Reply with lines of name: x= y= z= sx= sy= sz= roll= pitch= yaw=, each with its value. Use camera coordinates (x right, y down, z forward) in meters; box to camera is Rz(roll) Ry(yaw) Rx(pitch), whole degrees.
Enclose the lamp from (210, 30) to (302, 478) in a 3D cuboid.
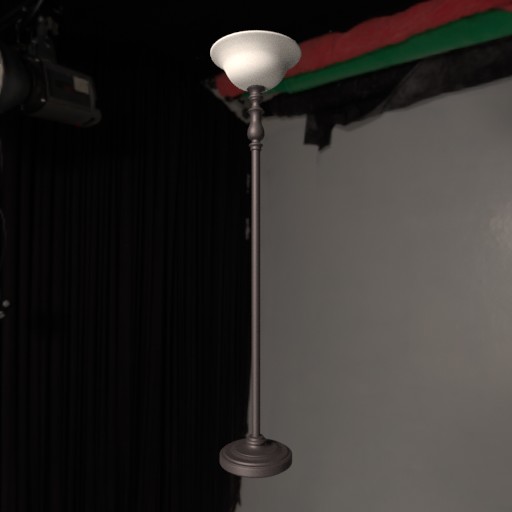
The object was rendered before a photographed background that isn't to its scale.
lamp: x=0.000 y=0.000 z=1.950 sx=0.405 sy=1.797 sz=0.405 roll=-1 pitch=-2 yaw=36
